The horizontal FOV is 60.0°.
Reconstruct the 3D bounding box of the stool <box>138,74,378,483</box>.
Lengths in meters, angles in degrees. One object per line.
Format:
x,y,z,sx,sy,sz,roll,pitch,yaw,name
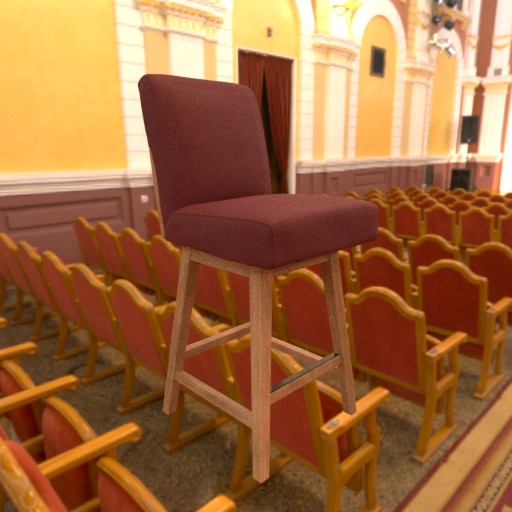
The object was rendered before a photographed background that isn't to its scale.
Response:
0.000,0.000,1.323,0.468,1.038,0.562,-14,20,-43,stool
